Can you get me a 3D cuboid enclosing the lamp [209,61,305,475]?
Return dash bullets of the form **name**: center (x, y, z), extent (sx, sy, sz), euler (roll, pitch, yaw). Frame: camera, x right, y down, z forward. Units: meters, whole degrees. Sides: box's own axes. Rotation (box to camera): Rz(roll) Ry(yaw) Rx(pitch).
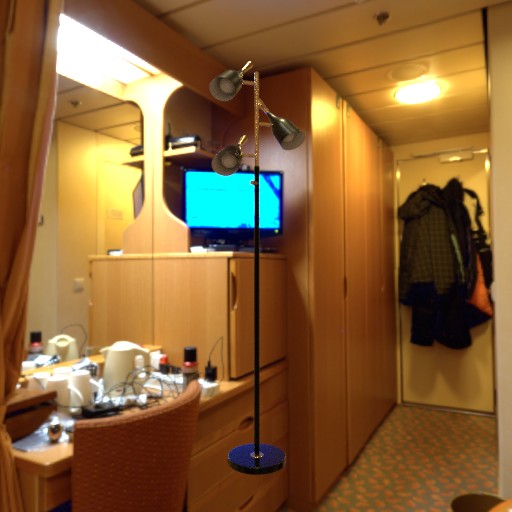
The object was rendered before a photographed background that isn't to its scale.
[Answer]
- **lamp**: center (0.000, 0.000, 1.940), extent (0.434, 1.778, 0.253), euler (1, -2, -18)
